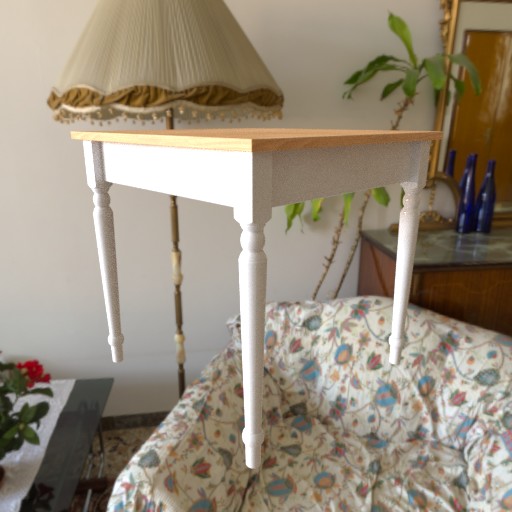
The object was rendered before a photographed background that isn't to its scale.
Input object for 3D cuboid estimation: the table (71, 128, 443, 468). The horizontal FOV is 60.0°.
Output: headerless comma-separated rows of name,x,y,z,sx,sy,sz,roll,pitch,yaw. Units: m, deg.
table,0.000,0.000,1.363,0.747,0.738,0.747,-16,23,-42
